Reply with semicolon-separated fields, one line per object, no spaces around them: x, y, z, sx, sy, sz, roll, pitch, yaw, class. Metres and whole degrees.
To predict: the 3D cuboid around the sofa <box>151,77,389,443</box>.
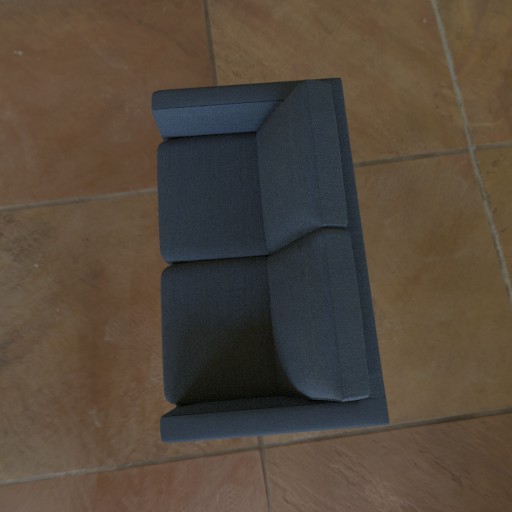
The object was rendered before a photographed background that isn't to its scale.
0.000;0.000;2.282;0.999;0.907;1.659;-4;77;-1;sofa
